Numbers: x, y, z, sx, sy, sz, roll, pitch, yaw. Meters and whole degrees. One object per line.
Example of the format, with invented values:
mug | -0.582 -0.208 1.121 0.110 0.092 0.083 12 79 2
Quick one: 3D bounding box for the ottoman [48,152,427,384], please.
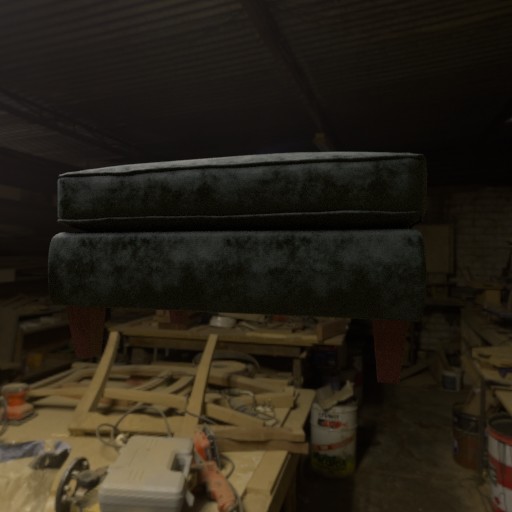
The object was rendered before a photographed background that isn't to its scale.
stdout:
ottoman | 0.000 0.000 1.236 0.864 0.495 0.632 0 1 17
